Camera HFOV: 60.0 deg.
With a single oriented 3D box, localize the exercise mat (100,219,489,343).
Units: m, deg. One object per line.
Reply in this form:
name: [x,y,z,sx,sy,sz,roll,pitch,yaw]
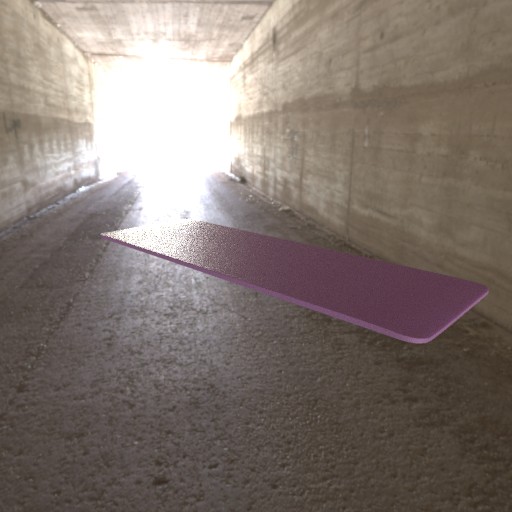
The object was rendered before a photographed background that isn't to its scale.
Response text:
exercise mat: [0.000,0.000,2.054,1.869,0.021,0.616,15,22,42]
